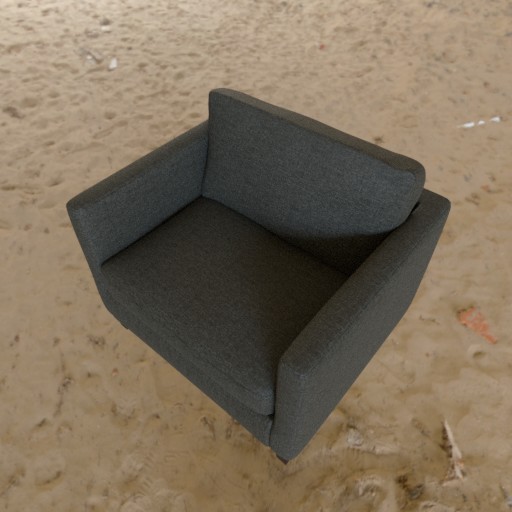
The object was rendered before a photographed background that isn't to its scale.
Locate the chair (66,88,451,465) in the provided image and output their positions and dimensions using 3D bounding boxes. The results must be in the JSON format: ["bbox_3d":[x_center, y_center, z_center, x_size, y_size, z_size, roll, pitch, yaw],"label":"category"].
[{"bbox_3d":[0.000,0.000,1.785,1.107,0.963,0.959,32,55,26],"label":"chair"}]
